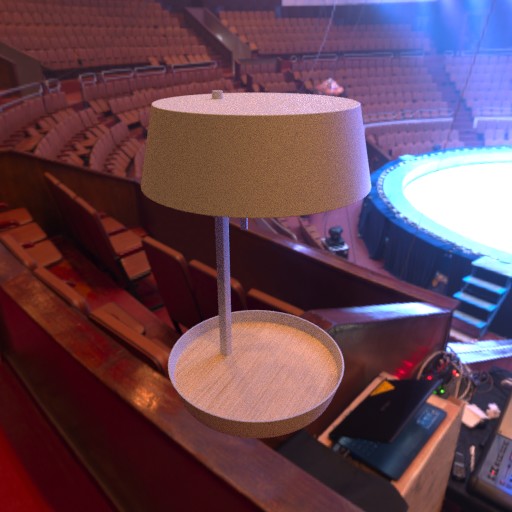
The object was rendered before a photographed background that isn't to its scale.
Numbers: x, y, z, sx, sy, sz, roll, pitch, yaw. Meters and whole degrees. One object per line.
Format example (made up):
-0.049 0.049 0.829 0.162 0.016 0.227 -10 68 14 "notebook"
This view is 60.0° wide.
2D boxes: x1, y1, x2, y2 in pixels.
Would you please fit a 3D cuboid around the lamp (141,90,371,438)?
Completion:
0.000 0.000 0.621 0.291 0.429 0.291 0 25 0 "lamp"
